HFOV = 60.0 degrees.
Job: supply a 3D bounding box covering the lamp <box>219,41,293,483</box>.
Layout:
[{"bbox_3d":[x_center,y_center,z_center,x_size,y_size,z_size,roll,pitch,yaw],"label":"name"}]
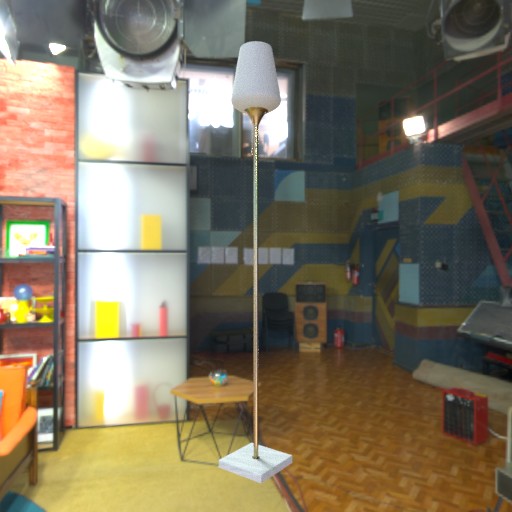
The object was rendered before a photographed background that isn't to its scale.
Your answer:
[{"bbox_3d":[0.000,0.000,1.932,0.229,1.813,0.232,-1,-1,37],"label":"lamp"}]
